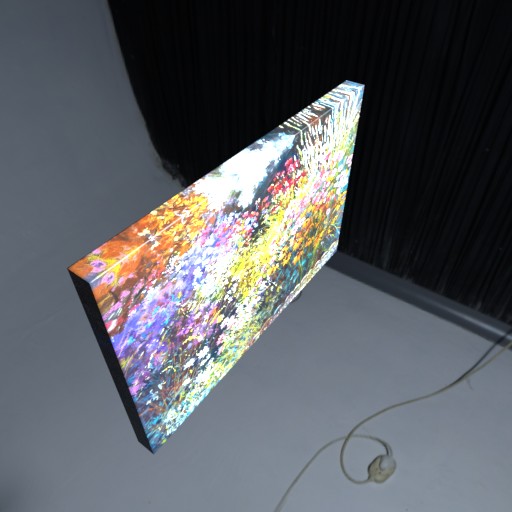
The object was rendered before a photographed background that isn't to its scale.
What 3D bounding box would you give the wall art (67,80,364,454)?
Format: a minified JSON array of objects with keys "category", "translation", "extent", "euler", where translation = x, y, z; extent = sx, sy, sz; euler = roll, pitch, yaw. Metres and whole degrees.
[{"category":"wall art","translation":[0.000,0.000,0.769],"extent":[0.037,0.406,0.610],"euler":[27,49,26]}]
